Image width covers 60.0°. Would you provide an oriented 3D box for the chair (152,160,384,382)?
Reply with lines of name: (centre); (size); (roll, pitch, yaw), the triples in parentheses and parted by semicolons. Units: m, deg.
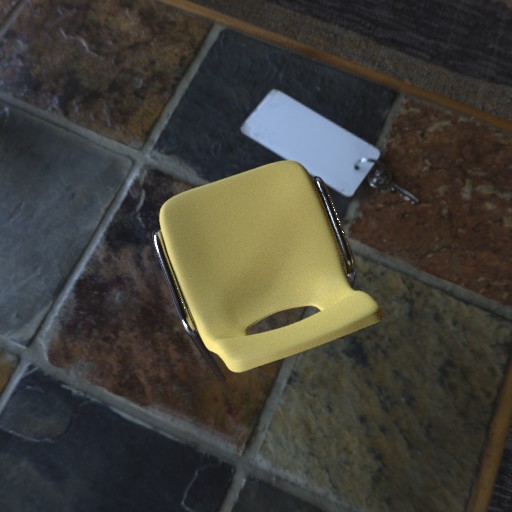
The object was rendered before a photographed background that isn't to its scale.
chair: (0.000, 0.000, 0.922); (0.381, 0.653, 0.436); (-19, 76, -5)
